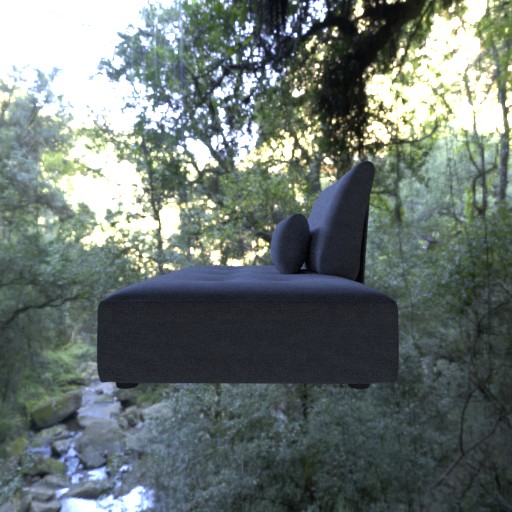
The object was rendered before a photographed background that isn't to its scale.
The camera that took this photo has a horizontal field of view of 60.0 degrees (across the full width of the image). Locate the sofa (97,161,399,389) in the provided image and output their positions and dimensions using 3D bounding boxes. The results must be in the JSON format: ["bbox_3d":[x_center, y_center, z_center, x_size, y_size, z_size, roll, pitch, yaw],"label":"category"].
[{"bbox_3d":[0.000,0.000,2.073,1.002,0.820,1.450,0,1,0],"label":"sofa"}]
